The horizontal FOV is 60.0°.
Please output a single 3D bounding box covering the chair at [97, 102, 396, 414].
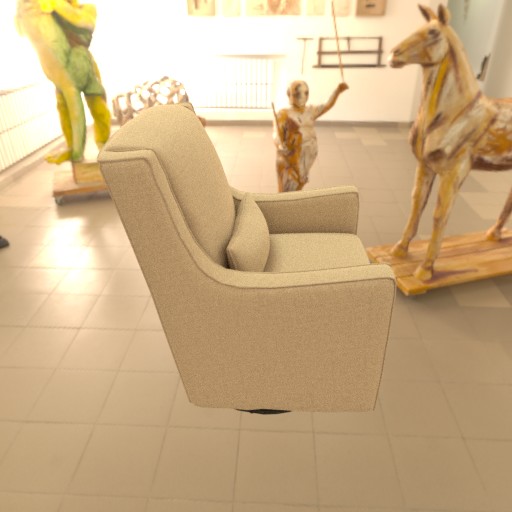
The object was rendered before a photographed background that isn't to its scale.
[{"bbox_3d":[0.000,0.000,1.630,0.879,0.993,0.732,1,30,2],"label":"chair"}]
